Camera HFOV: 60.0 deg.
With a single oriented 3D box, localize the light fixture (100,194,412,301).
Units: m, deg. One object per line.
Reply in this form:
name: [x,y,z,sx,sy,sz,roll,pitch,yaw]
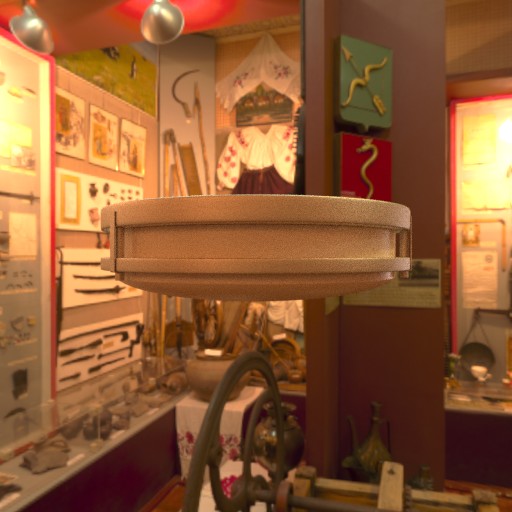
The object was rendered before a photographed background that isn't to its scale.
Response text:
light fixture: [0.000,0.000,0.537,0.356,0.102,0.356,0,0,0]
